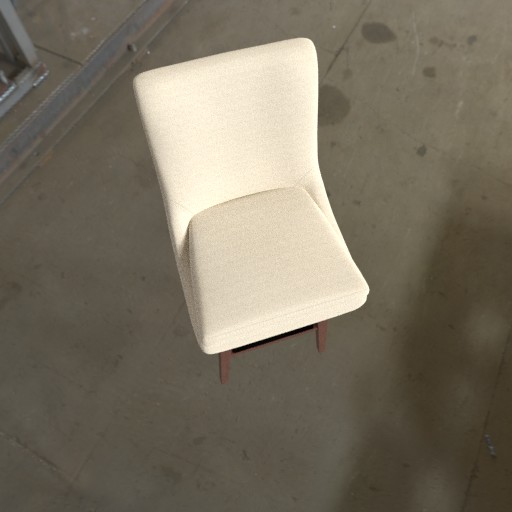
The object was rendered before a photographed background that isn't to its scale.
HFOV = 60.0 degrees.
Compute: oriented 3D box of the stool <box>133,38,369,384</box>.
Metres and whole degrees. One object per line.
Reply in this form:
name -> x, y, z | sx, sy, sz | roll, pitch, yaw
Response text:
stool -> 0.000, 0.000, 1.396 | 0.483, 1.093, 0.559 | -16, 65, -8
